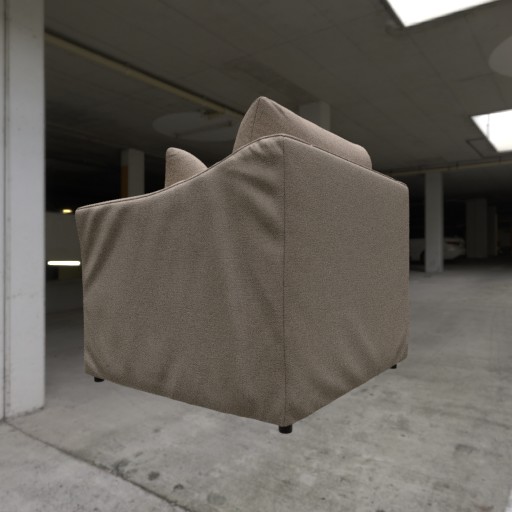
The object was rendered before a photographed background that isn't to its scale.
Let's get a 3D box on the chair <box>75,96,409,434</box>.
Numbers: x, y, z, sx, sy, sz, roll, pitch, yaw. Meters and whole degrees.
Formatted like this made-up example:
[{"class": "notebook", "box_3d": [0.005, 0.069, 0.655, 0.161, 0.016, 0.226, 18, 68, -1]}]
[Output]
[{"class": "chair", "box_3d": [0.000, 0.000, 2.043, 1.071, 1.093, 1.194, 0, 0, 36]}]
